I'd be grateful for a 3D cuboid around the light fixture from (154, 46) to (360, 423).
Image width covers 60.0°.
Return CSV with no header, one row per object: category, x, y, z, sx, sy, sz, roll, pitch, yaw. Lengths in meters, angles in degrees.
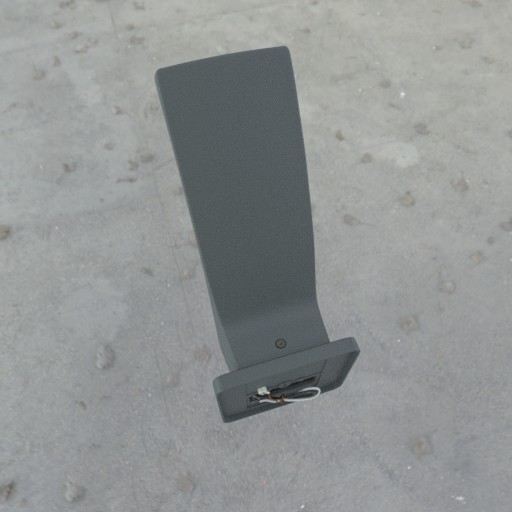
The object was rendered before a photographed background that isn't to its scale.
light fixture,0.000,0.000,0.329,0.108,0.243,0.174,-15,59,-9
